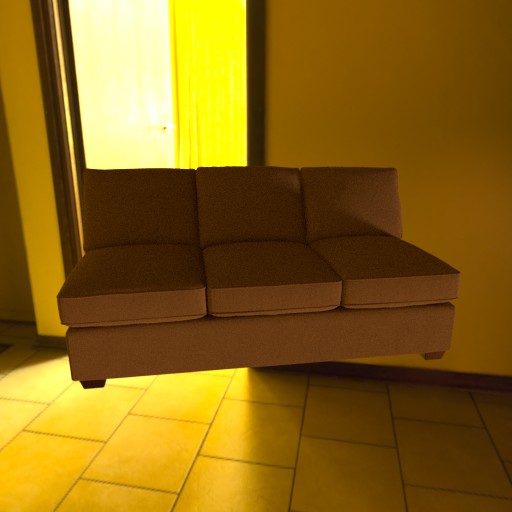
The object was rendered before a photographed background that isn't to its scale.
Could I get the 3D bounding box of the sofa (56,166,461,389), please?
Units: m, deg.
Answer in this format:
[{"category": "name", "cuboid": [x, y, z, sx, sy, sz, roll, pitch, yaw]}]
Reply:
[{"category": "sofa", "cuboid": [0.000, 0.000, 2.719, 2.092, 1.036, 1.127, -3, 16, -9]}]
